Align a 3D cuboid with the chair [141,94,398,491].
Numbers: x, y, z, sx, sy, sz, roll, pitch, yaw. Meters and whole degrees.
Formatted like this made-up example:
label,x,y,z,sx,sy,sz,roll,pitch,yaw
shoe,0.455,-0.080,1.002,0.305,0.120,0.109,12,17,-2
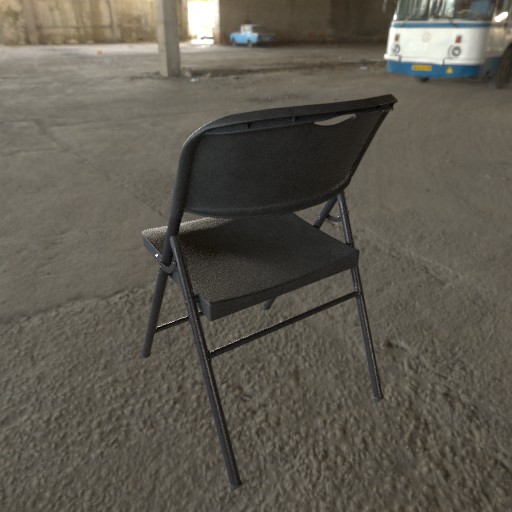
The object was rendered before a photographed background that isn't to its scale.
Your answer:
label,x,y,z,sx,sy,sz,roll,pitch,yaw
chair,0.000,0.000,1.112,0.494,0.810,0.567,-18,33,-30
